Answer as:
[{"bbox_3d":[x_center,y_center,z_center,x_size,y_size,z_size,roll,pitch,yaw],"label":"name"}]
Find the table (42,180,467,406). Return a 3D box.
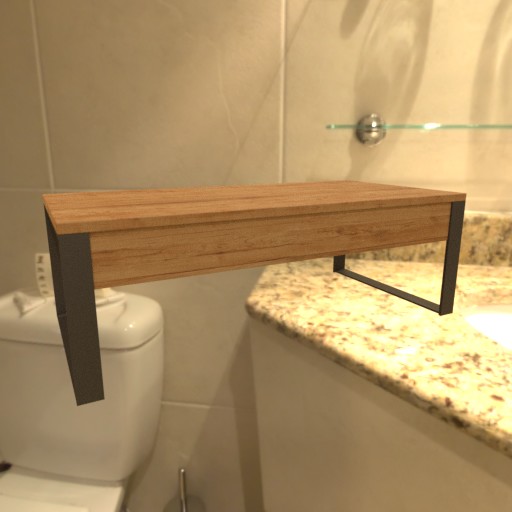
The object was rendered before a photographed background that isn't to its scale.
[{"bbox_3d":[0.000,0.000,1.425,1.180,0.400,0.590,-7,16,-27],"label":"table"}]
